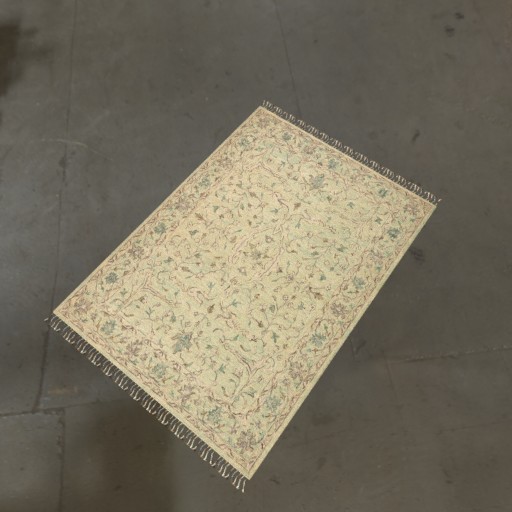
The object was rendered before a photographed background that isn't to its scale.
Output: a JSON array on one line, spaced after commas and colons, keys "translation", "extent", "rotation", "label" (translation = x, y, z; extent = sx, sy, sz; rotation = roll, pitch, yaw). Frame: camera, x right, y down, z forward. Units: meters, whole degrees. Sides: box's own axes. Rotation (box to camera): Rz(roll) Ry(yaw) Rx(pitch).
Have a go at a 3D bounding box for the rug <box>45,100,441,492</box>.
[{"translation": [0.000, 0.000, 2.306], "extent": [1.247, 0.008, 1.802], "rotation": [34, 69, 15], "label": "rug"}]
